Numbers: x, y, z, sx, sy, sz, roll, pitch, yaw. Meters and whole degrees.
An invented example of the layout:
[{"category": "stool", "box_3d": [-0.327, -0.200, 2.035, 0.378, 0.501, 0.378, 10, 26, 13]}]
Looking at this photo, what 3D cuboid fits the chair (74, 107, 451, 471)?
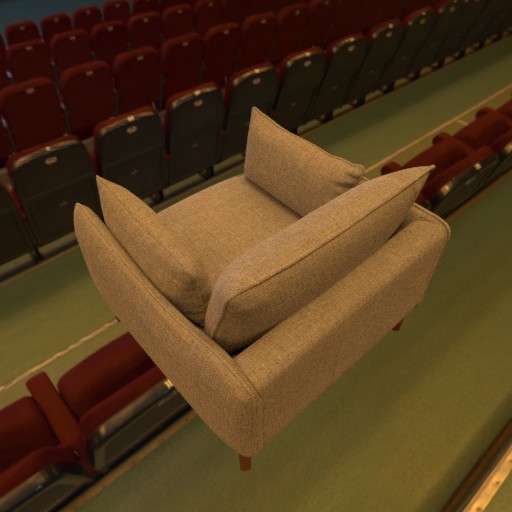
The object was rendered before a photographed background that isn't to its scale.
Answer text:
[{"category": "chair", "box_3d": [0.000, 0.000, 1.648, 0.993, 0.839, 0.976, -33, 54, -28]}]
